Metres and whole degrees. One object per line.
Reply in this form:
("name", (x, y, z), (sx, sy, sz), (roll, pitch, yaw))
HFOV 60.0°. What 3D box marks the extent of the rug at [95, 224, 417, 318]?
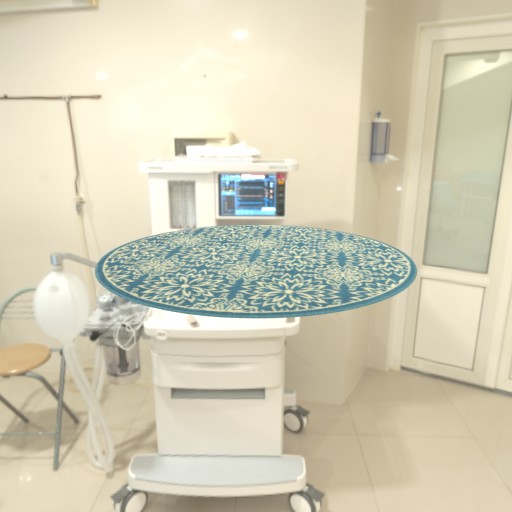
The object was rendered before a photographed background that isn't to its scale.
("rug", (0.000, 0.000, 2.320), (1.593, 0.012, 1.593), (0, 16, 0))
